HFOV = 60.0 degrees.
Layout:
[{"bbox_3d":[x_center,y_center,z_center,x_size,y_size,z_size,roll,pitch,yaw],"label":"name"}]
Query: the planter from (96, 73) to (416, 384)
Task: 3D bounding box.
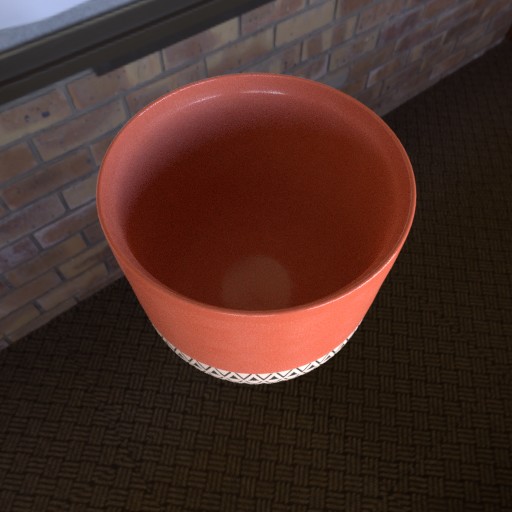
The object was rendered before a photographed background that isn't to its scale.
[{"bbox_3d":[0.000,0.000,0.487,0.266,0.270,0.266,0,58,0],"label":"planter"}]
